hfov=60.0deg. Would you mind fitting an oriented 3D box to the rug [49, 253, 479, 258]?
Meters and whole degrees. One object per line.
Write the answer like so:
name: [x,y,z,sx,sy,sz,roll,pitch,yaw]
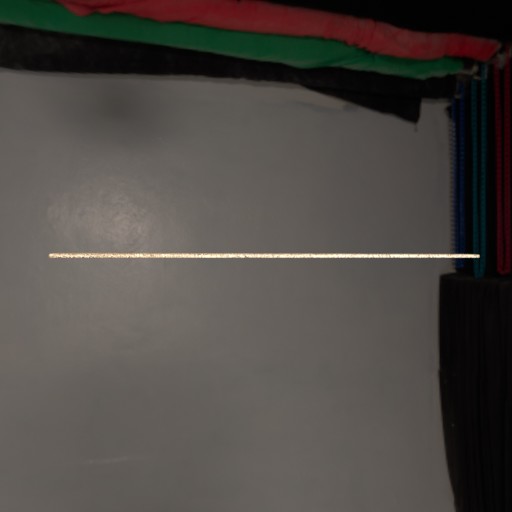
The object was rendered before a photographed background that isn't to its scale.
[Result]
rug: [0.000,0.000,3.111,2.469,0.024,1.539,0,0,-17]
